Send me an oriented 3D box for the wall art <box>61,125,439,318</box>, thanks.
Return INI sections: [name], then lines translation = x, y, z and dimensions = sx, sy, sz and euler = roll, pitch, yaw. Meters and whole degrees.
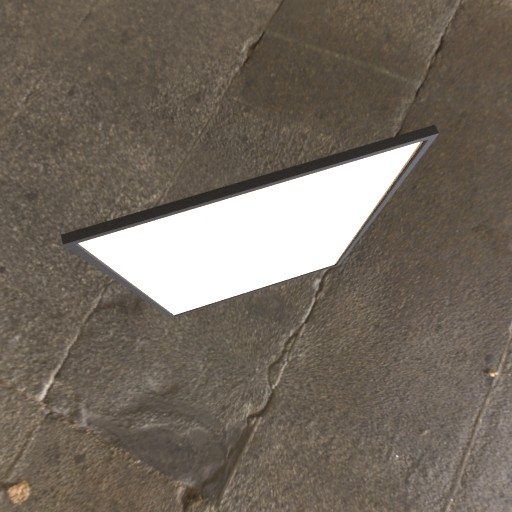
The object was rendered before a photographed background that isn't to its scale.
[wall art]
translation = 0.000, 0.000, 0.832
dimensions = 0.457, 0.657, 0.013
euler = -17, 76, -5
